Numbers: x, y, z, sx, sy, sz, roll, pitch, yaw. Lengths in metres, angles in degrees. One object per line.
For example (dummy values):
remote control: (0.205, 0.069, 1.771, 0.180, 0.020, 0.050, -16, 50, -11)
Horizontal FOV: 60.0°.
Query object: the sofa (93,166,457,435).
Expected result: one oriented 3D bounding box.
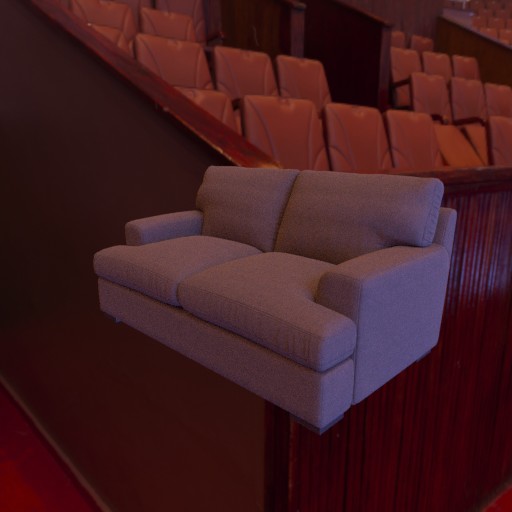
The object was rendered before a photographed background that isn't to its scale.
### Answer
sofa: (0.000, 0.000, 2.560, 1.869, 0.950, 1.140, 14, 20, 43)
